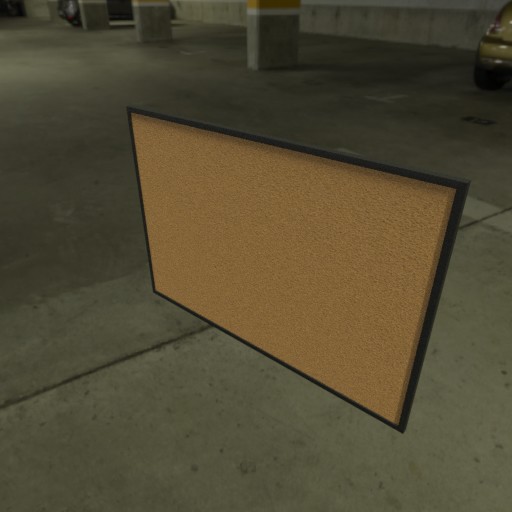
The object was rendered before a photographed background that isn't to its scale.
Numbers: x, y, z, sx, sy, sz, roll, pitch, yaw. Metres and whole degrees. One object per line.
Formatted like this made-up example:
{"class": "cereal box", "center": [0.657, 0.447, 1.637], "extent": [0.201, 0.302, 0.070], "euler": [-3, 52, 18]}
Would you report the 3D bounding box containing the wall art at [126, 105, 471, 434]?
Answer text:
{"class": "wall art", "center": [0.000, 0.000, 0.832], "extent": [0.664, 0.458, 0.013], "euler": [23, 37, 33]}
